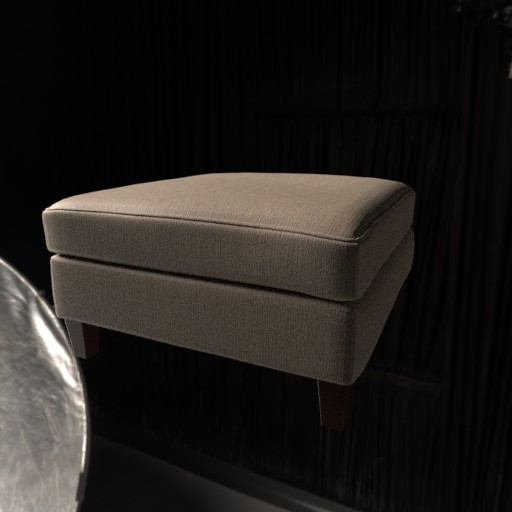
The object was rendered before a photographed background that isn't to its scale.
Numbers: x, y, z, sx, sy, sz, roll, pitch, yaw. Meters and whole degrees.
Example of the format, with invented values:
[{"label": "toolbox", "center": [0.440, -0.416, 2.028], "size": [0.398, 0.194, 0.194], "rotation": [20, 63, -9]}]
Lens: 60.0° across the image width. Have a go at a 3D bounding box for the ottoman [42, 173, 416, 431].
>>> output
[{"label": "ottoman", "center": [0.000, 0.000, 1.349], "size": [0.838, 0.481, 0.838], "rotation": [7, 17, 24]}]
